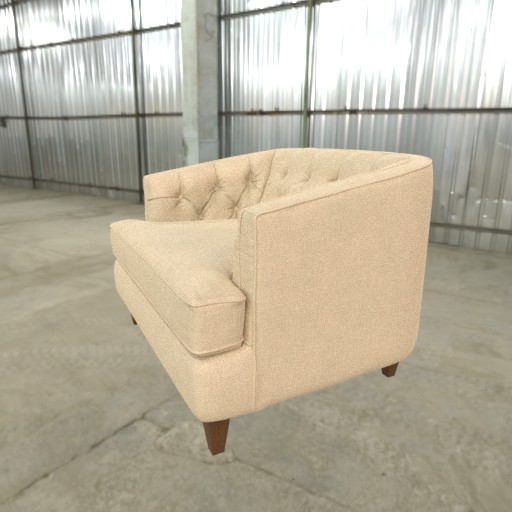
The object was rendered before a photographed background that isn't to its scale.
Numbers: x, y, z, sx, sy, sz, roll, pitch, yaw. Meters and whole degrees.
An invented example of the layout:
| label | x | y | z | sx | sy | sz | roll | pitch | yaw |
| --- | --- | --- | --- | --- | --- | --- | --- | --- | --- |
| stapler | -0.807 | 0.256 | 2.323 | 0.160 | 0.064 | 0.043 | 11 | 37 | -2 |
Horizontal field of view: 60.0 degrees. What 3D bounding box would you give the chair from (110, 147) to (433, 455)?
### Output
| label | x | y | z | sx | sy | sz | roll | pitch | yaw |
| --- | --- | --- | --- | --- | --- | --- | --- | --- | --- |
| chair | 0.000 | 0.000 | 1.702 | 0.914 | 0.787 | 1.118 | -8 | 17 | -26 |
